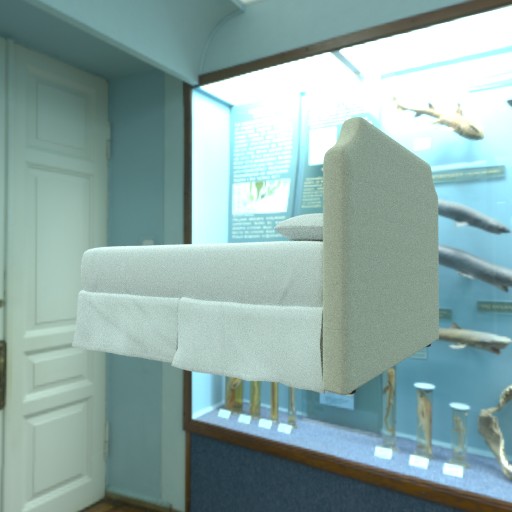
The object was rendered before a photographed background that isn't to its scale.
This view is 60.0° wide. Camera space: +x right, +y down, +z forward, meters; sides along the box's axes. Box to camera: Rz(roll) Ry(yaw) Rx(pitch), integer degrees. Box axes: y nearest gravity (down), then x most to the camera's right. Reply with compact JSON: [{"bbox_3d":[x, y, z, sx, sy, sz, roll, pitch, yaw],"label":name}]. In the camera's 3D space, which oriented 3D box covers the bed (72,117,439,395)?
[{"bbox_3d":[0.000,0.000,3.173,2.116,1.290,1.693,0,-1,35],"label":"bed"}]
